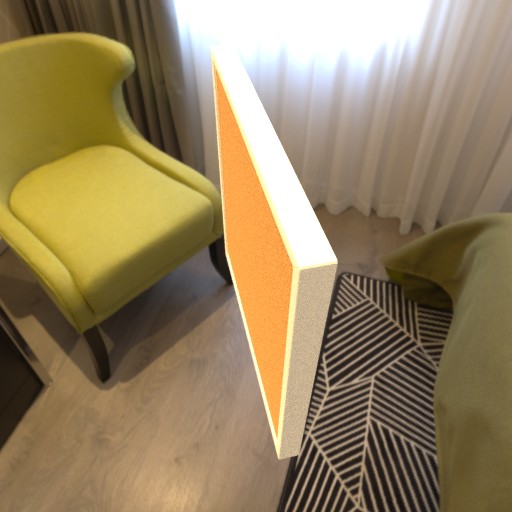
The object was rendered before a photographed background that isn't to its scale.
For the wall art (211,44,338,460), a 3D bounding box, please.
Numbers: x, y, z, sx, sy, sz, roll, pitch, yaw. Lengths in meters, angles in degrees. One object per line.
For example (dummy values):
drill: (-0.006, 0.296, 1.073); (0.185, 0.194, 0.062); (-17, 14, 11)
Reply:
wall art: (0.000, 0.000, 0.760); (0.038, 0.508, 0.508); (-10, 48, -9)
